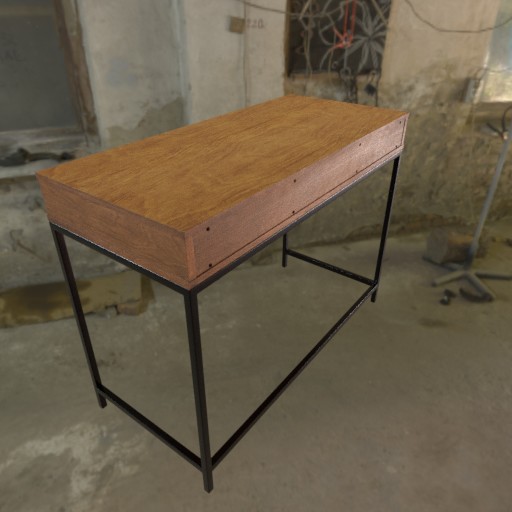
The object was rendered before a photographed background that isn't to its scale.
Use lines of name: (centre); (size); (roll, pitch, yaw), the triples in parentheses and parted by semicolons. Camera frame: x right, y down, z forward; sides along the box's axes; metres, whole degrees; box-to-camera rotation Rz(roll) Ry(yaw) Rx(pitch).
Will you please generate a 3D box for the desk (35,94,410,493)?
desk: (0.000, 0.000, 1.400); (0.470, 0.762, 1.016); (22, 38, 31)
